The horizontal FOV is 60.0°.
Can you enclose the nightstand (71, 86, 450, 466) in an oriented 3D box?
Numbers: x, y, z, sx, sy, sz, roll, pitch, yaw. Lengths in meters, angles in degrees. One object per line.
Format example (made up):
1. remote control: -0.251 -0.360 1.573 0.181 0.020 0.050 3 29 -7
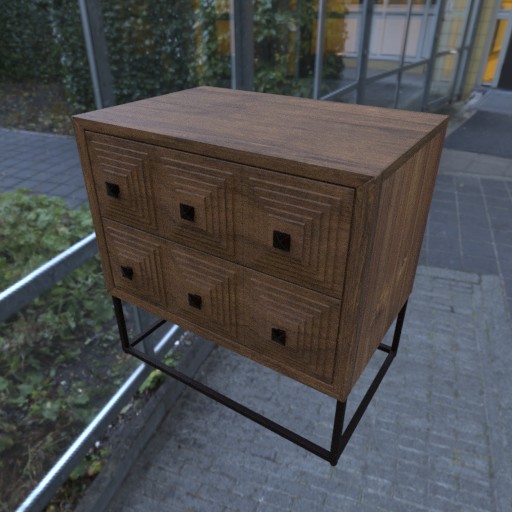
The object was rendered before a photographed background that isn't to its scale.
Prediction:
1. nightstand: 0.000 0.000 0.996 0.610 0.610 0.437 18 35 28
